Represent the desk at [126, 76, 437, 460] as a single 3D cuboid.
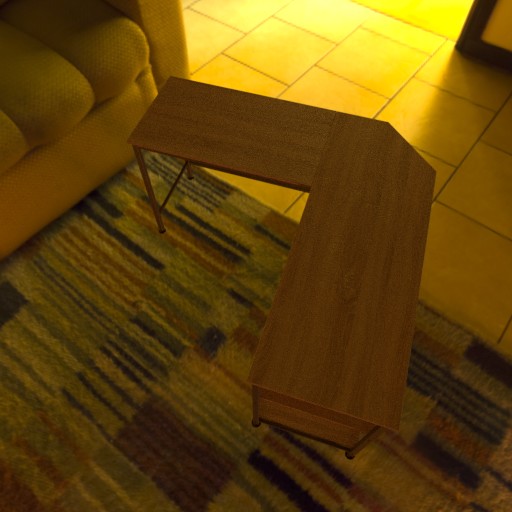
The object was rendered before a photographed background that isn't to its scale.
[{"bbox_3d":[0.000,0.000,2.146,1.379,0.739,1.379,15,59,9],"label":"desk"}]
